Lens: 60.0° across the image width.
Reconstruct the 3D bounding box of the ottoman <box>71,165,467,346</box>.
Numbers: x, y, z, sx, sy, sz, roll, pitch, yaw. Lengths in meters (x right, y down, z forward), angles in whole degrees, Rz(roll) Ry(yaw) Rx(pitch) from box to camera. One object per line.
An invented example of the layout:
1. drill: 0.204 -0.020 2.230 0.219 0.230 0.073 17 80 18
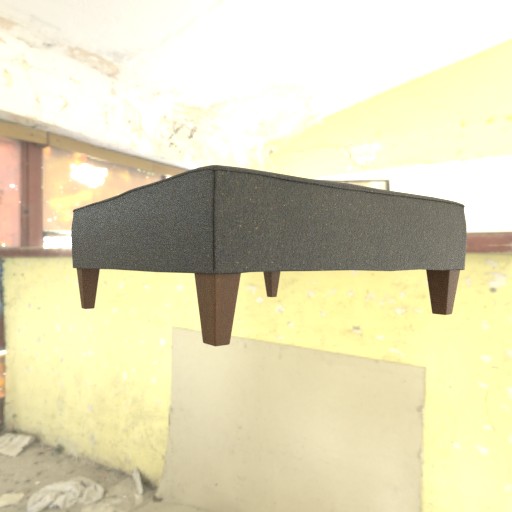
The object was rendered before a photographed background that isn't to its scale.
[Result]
1. ottoman: 0.000 0.000 1.536 0.968 0.382 1.004 1 -1 -37
